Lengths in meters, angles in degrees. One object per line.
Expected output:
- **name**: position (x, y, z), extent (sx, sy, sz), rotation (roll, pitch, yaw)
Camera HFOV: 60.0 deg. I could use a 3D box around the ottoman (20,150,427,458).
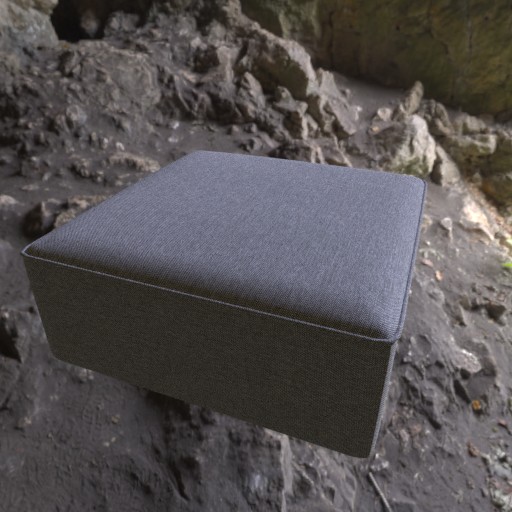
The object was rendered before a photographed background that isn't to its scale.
- **ottoman**: position (0.000, 0.000, 1.513), extent (1.005, 0.455, 1.005), rotation (11, 32, 19)
